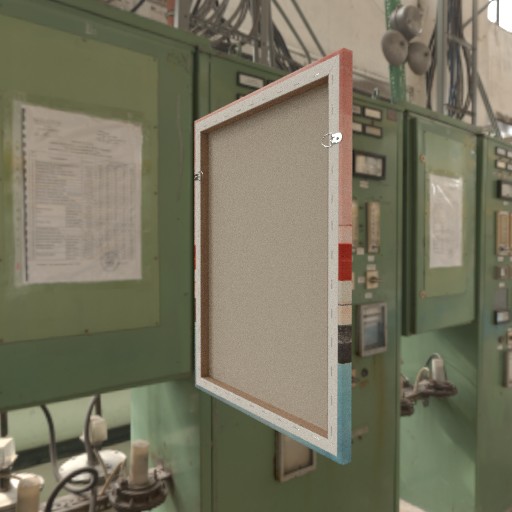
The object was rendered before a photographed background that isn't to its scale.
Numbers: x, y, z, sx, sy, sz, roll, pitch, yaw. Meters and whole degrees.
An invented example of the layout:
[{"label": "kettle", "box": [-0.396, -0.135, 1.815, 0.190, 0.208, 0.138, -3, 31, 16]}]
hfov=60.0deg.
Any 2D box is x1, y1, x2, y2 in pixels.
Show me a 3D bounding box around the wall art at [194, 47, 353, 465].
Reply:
[{"label": "wall art", "box": [0.000, 0.000, 1.394, 0.039, 1.016, 0.761, -1, 1, -36]}]
